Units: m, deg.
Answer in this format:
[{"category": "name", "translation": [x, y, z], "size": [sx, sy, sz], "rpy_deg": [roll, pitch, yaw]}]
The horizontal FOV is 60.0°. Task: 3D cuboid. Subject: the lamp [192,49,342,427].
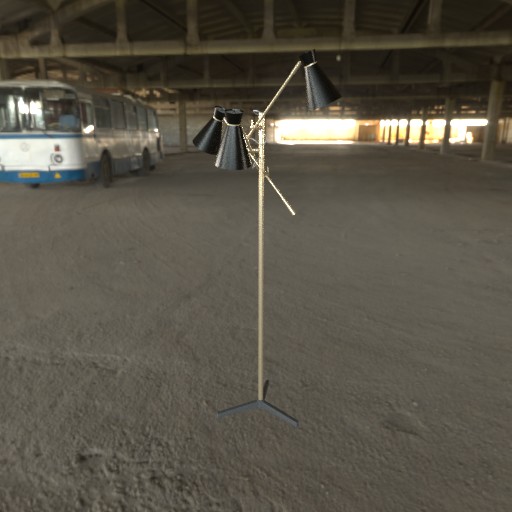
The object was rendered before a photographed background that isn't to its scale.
[{"category": "lamp", "translation": [0.000, 0.000, 2.160], "size": [0.750, 1.804, 0.653], "rpy_deg": [3, 16, 10]}]
